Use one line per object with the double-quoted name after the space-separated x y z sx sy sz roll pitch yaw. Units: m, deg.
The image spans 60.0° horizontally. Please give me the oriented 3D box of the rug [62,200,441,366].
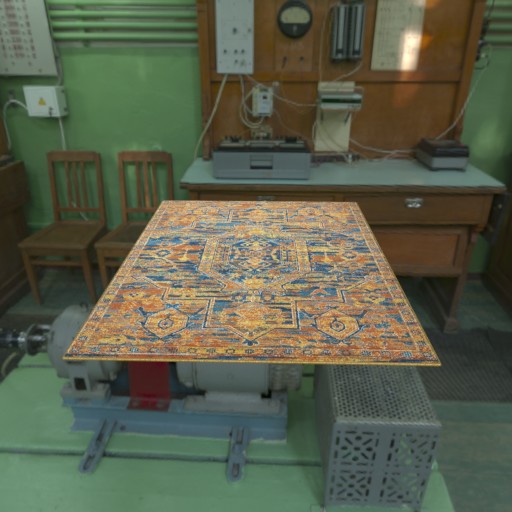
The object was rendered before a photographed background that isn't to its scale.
0.000 0.000 4.192 2.435 0.031 3.040 1 27 1 "rug"
